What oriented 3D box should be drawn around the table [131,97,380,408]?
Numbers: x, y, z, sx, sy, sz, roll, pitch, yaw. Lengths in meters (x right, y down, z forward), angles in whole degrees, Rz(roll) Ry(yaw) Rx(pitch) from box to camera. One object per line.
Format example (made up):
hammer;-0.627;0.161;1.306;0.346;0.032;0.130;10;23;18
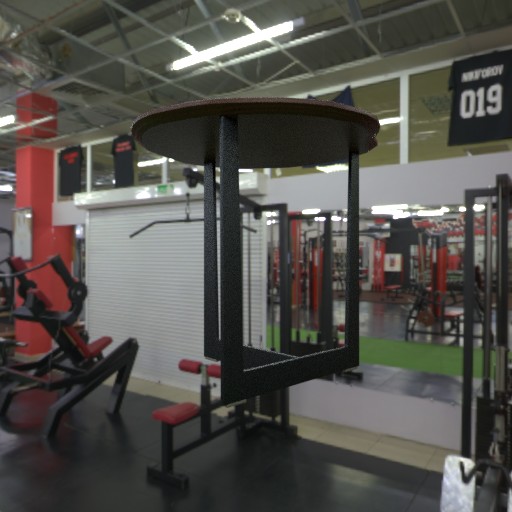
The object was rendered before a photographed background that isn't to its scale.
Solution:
table;0.000;0.000;0.891;0.494;0.476;0.477;0;0;37
